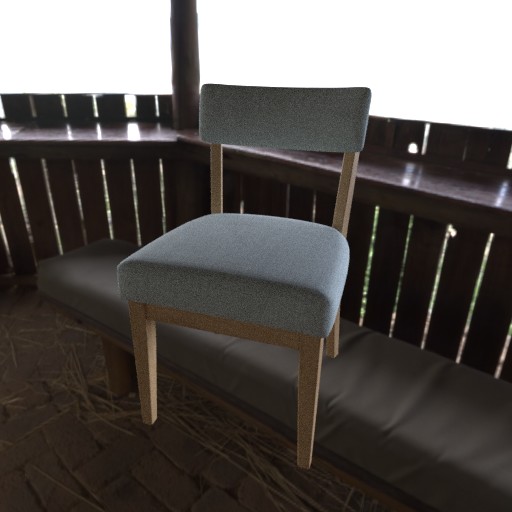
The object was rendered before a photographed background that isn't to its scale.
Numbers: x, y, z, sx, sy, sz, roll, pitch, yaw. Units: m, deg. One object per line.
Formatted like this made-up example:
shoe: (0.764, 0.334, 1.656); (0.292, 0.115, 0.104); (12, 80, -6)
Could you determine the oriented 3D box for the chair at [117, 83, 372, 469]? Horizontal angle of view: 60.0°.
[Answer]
chair: (0.000, 0.000, 1.191); (0.508, 0.832, 0.572); (8, 26, 17)
